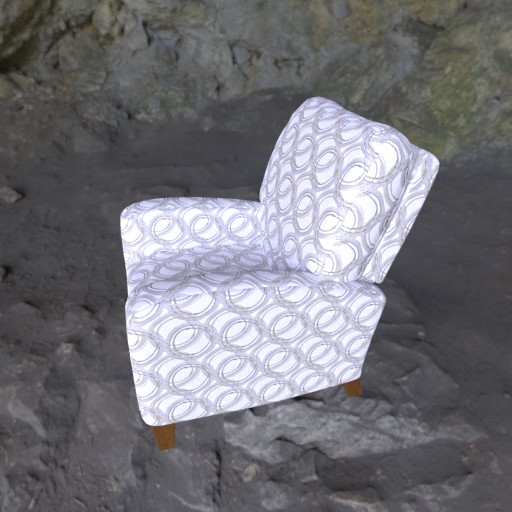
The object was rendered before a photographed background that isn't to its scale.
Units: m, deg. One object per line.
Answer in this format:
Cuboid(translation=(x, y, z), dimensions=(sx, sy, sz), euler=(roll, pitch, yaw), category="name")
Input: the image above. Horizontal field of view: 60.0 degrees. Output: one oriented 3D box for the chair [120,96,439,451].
Cuboid(translation=(0.000, 0.000, 1.709), dimensions=(0.995, 1.065, 0.796), euler=(-8, 31, -14), category="chair")
